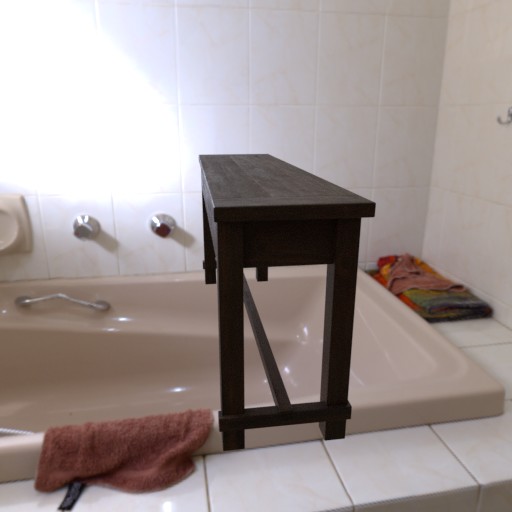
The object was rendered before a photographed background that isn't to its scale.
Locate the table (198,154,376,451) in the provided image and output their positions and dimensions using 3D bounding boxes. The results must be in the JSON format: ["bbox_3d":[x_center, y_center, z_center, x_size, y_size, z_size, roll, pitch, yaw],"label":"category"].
[{"bbox_3d":[0.000,0.000,1.967,0.442,0.762,1.599,-3,18,-8],"label":"table"}]
